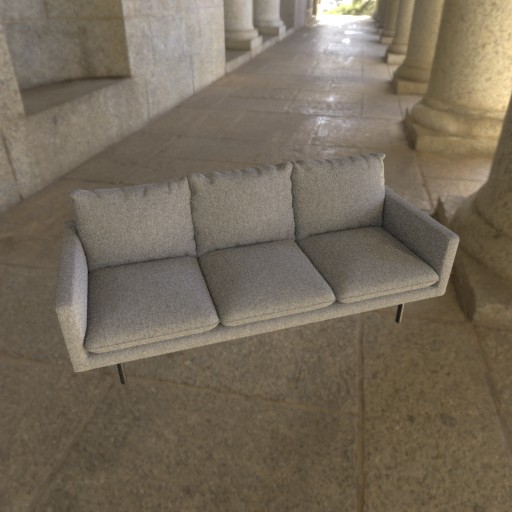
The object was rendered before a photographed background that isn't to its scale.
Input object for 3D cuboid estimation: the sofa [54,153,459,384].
[{"bbox_3d":[0.000,0.000,2.473,2.000,0.830,0.850,-9,33,-15],"label":"sofa"}]
